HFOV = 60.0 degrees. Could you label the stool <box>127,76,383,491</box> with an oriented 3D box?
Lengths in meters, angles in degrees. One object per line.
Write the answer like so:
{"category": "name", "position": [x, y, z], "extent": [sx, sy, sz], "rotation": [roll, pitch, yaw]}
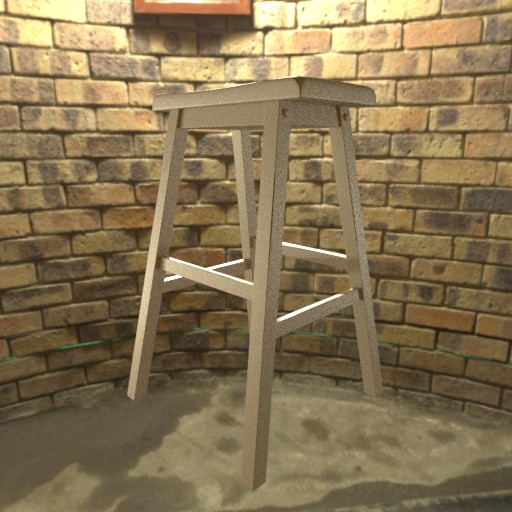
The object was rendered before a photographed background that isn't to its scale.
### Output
{"category": "stool", "position": [0.000, 0.000, 1.051], "extent": [0.457, 0.737, 0.476], "rotation": [14, 20, 43]}
